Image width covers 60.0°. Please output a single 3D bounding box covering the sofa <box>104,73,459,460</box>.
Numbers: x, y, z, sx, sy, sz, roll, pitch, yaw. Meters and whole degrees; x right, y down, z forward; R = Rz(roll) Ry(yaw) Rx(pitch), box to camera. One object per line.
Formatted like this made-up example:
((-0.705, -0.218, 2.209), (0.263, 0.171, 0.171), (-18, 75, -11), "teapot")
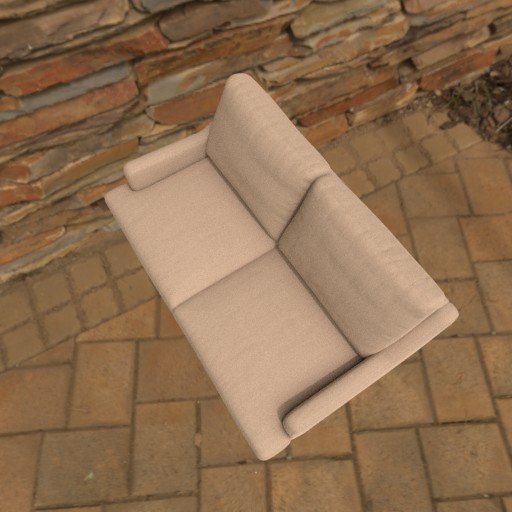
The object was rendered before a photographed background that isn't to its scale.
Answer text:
((0.000, 0.000, 2.232), (1.004, 0.910, 1.619), (-30, 68, -14), "sofa")
